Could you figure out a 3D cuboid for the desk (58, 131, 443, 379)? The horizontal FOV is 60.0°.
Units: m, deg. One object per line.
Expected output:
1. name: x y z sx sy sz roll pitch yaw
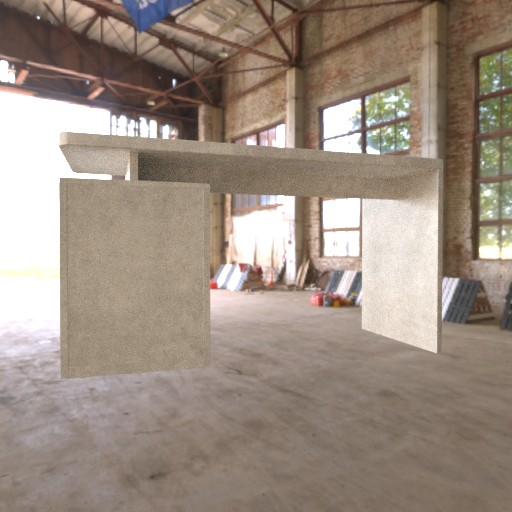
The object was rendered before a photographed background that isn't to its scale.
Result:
1. desk: 0.000 0.000 1.775 1.400 0.755 0.550 0 1 -18
